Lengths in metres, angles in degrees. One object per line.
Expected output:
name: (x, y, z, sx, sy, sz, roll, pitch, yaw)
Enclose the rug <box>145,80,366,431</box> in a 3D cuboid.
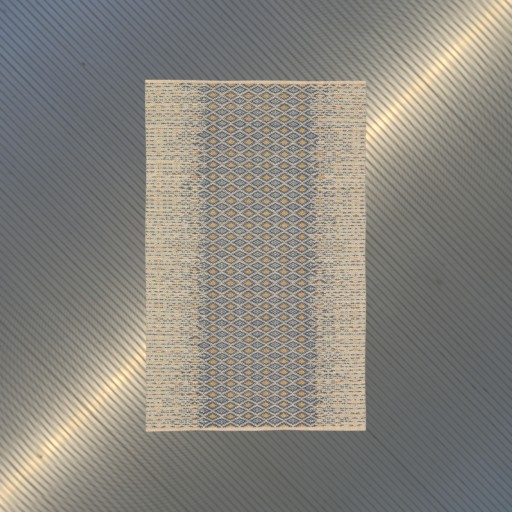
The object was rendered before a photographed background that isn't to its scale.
rug: (0.000, 0.000, 3.092, 1.541, 0.008, 2.448, 0, 90, -1)
